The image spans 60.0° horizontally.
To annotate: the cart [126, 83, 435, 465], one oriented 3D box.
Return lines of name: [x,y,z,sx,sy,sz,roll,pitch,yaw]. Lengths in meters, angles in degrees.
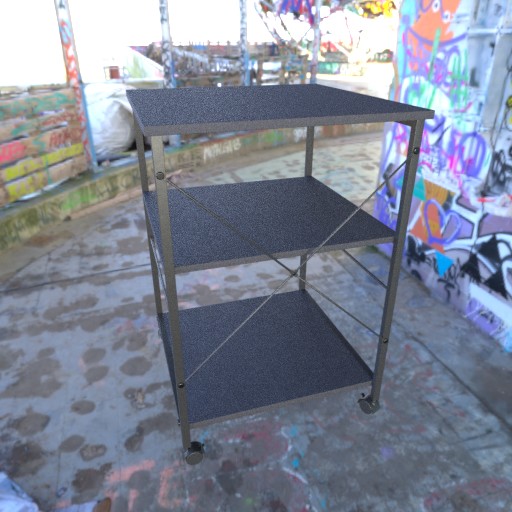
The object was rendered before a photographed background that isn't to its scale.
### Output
cart: [0.000,0.000,1.128,0.521,0.762,0.520,-8,28,-16]
